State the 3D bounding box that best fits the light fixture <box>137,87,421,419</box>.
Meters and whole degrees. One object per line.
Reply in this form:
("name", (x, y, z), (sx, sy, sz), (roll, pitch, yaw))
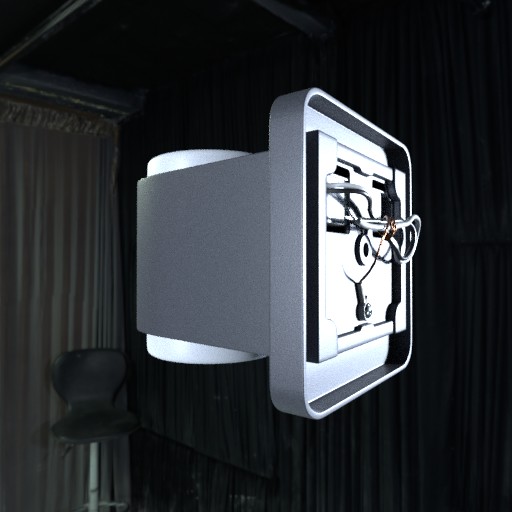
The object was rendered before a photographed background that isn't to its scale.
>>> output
("light fixture", (0.000, 0.000, 0.214), (0.132, 0.109, 0.109), (-1, -1, 36))
